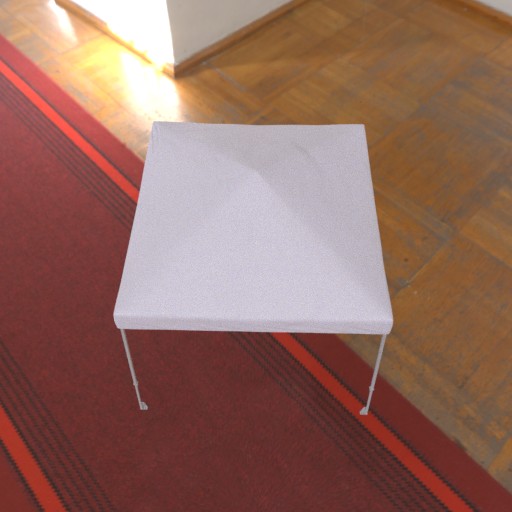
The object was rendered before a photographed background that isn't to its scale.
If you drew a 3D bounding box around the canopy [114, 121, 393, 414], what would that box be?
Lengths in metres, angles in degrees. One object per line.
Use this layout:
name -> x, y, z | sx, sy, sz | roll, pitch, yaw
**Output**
canopy -> 0.000, 0.000, 5.086 | 2.849, 2.850, 2.850 | 1, 59, 1
